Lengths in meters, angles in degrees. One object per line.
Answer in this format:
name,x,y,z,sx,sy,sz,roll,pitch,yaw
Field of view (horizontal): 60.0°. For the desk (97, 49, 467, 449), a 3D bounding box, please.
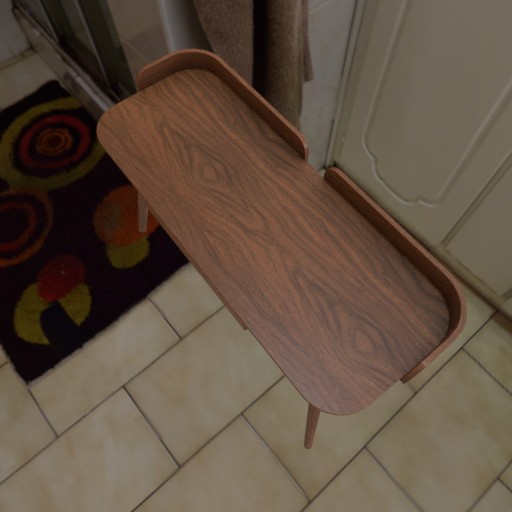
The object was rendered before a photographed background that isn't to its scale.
desk,0.000,0.000,1.611,0.486,0.800,1.256,-35,69,-16
